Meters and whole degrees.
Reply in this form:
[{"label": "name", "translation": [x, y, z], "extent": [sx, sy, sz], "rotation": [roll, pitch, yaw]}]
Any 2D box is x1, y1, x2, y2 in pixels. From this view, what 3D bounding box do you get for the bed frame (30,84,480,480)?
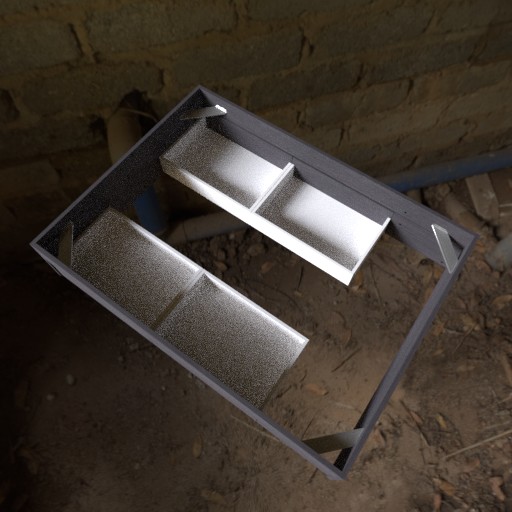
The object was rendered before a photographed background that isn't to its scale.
[{"label": "bed frame", "translation": [0.000, 0.000, 2.558], "extent": [1.944, 0.459, 1.448], "rotation": [33, 68, 15]}]
